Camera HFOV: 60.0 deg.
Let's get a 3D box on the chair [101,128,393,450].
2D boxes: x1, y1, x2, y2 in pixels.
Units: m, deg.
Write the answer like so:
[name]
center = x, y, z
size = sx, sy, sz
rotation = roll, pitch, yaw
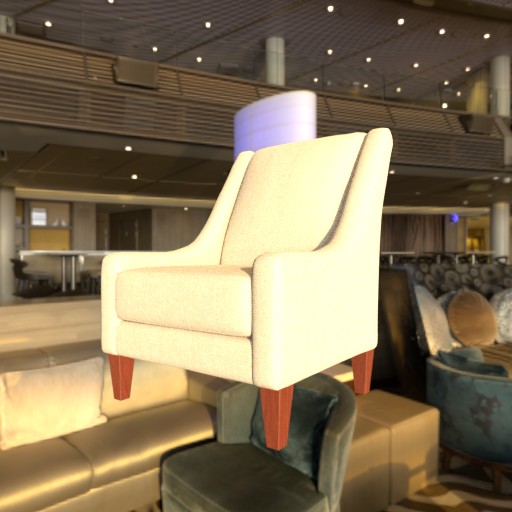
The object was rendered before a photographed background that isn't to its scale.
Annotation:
[chair]
center = 0.000, 0.000, 1.666
size = 0.774, 1.014, 0.870
rotation = 0, 0, 36
